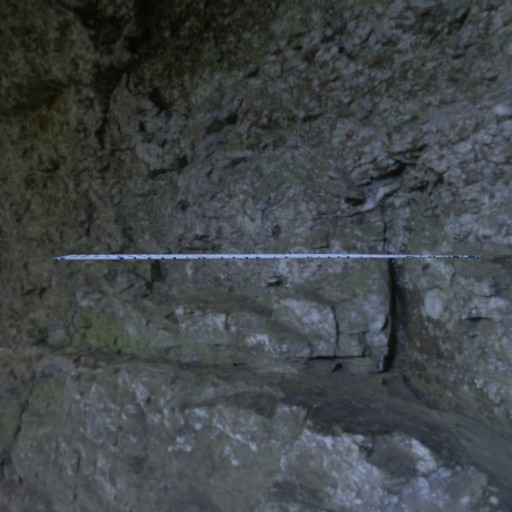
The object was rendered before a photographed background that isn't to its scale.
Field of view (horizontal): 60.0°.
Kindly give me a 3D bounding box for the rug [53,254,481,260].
[{"bbox_3d":[0.000,0.000,3.057,2.435,0.011,1.517,0,1,-20],"label":"rug"}]
